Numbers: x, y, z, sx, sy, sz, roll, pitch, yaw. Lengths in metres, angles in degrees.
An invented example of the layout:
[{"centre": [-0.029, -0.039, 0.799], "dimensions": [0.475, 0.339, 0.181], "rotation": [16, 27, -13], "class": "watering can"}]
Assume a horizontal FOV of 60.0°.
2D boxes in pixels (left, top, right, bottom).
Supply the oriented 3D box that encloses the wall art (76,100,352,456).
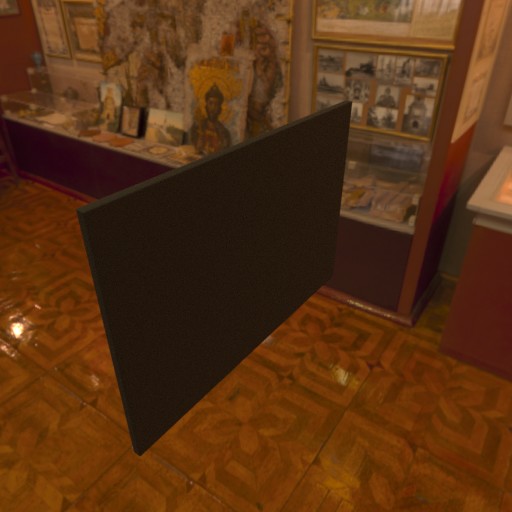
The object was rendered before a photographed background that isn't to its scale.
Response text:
[{"centre": [0.000, 0.000, 1.225], "dimensions": [0.026, 0.656, 0.958], "rotation": [22, 38, 31], "class": "wall art"}]
